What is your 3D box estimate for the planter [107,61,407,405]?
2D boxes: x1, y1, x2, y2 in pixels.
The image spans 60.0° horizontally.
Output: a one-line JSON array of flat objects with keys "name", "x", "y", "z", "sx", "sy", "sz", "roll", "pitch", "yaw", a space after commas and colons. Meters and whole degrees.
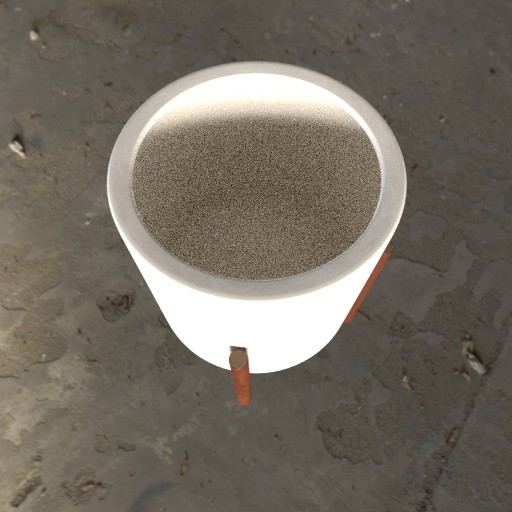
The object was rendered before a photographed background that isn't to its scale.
[{"name": "planter", "x": 0.000, "y": 0.000, "z": 0.882, "sx": 0.421, "sy": 0.581, "sz": 0.420, "roll": -32, "pitch": 68, "yaw": -15}]
